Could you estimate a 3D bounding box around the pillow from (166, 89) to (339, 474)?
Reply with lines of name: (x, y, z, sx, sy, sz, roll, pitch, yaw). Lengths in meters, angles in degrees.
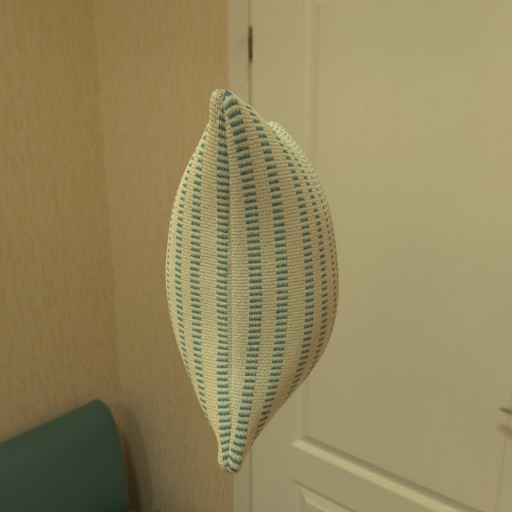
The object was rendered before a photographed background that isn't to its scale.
pillow: (0.000, 0.000, 0.666, 0.247, 0.419, 0.438, 2, 13, 8)
